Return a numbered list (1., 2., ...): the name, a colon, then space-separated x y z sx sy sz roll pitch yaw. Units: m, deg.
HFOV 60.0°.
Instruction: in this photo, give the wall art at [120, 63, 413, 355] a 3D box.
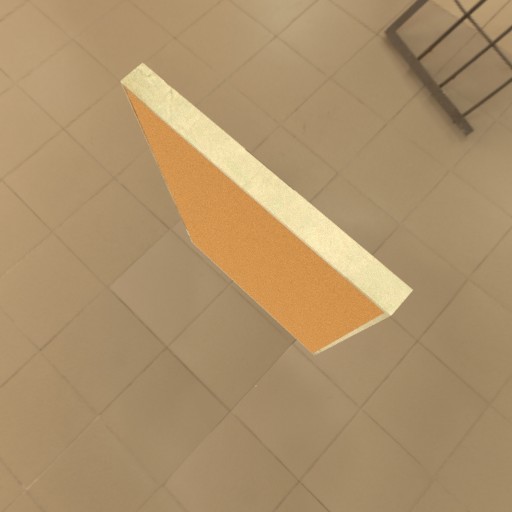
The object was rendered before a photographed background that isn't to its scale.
1. wall art: 0.000 0.000 0.776 0.403 0.607 0.036 42 78 11
